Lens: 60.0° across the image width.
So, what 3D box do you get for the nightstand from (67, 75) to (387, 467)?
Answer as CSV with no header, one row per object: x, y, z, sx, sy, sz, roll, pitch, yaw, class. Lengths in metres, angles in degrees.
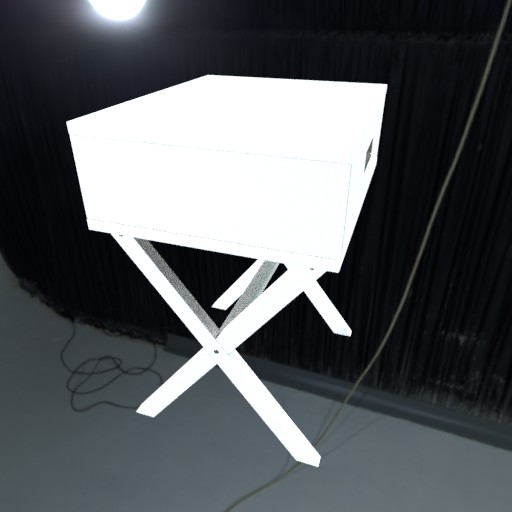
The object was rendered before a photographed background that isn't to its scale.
0.000,0.000,0.920,0.402,0.623,0.479,10,31,16,nightstand
